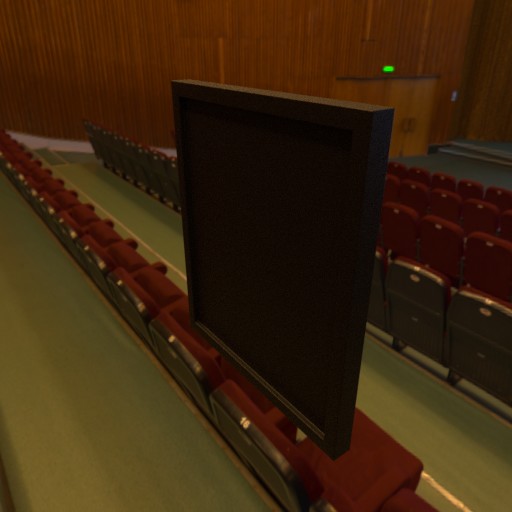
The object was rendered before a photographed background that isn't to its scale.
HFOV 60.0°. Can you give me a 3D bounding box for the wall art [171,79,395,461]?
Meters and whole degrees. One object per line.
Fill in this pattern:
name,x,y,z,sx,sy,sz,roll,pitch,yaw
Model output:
wall art,0.000,0.000,0.542,0.028,0.381,0.328,-18,32,-33
